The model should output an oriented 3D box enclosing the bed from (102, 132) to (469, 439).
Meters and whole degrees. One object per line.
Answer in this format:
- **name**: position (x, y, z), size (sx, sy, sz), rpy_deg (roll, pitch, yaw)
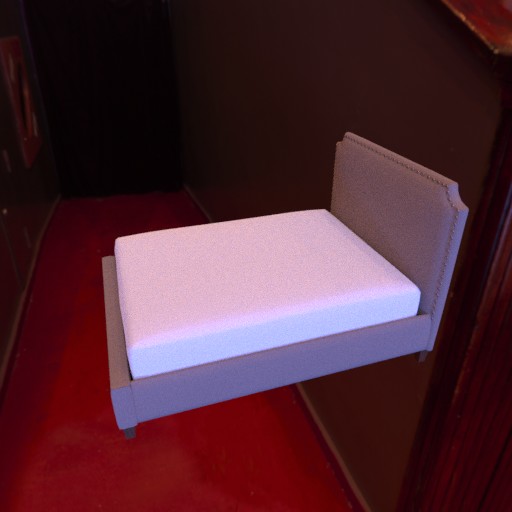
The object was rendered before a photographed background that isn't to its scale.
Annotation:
- **bed**: position (0.000, 0.000, 3.497), size (2.372, 1.443, 1.713), rpy_deg (-9, 31, -16)
